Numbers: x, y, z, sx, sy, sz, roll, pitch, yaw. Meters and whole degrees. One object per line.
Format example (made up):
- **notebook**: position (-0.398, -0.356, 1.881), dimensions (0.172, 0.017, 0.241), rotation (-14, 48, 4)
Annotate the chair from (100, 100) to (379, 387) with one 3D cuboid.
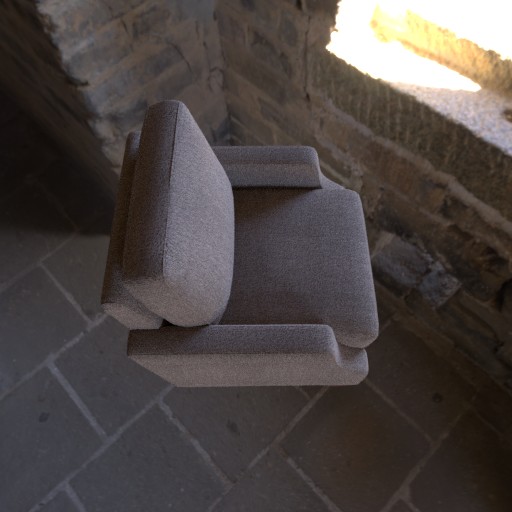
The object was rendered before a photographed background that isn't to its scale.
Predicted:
- **chair**: position (0.000, 0.000, 1.693), dimensions (0.897, 0.993, 0.855), rotation (0, 63, 0)
